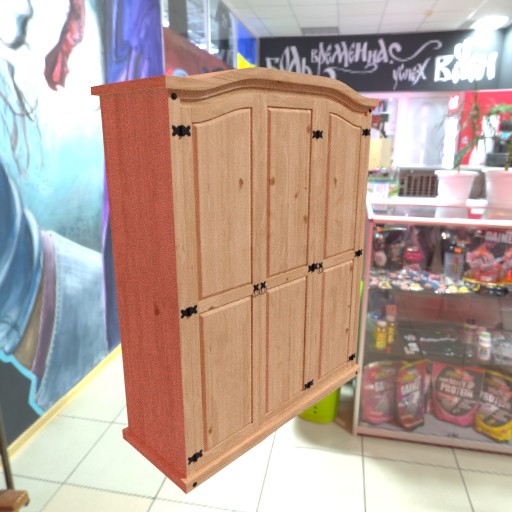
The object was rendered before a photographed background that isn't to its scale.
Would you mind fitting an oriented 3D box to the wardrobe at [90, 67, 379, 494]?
[{"bbox_3d":[0.000,0.000,2.495,0.570,1.870,1.500,14,21,42],"label":"wardrobe"}]
